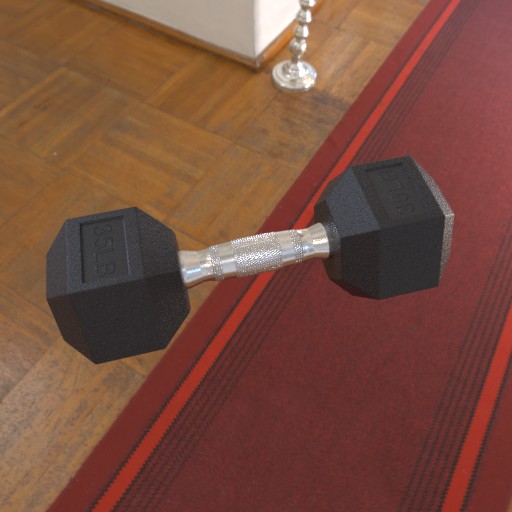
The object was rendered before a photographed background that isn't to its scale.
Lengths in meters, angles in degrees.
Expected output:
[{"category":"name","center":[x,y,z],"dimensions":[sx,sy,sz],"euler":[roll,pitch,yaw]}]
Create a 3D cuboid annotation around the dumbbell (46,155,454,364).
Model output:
[{"category":"dumbbell","center":[0.000,0.000,0.419],"dimensions":[0.356,0.123,0.141],"euler":[-12,59,-7]}]
